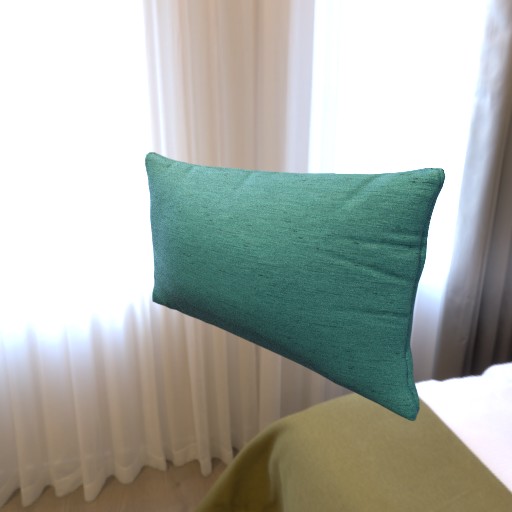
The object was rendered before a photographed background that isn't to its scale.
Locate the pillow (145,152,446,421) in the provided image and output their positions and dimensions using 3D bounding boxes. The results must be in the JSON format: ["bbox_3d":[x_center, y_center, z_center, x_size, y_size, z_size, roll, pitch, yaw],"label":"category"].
[{"bbox_3d":[0.000,0.000,0.776,0.633,0.338,0.210,15,21,42],"label":"pillow"}]
